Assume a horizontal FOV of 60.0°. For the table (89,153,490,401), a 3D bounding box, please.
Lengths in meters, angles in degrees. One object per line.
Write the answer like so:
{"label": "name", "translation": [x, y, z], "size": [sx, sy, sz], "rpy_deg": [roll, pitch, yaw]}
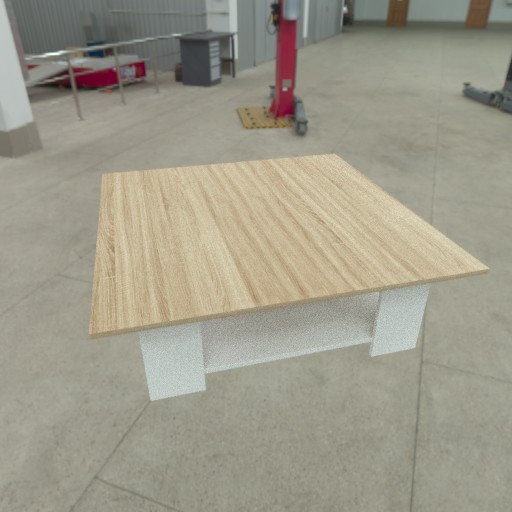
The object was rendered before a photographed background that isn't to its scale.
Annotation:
{"label": "table", "translation": [0.000, 0.000, 1.380], "size": [0.890, 0.305, 0.890], "rpy_deg": [-8, 32, -13]}
